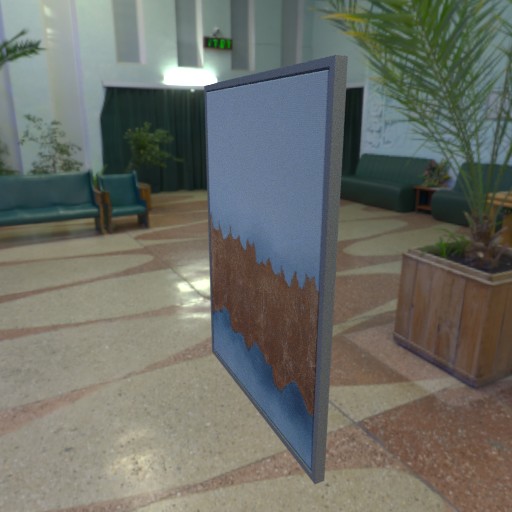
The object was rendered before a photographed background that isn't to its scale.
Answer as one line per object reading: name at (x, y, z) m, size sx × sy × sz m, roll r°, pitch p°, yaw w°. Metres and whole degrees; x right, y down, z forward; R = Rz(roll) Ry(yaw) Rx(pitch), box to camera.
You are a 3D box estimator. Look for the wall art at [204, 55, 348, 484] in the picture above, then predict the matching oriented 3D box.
wall art at (0.000, 0.000, 1.369) m, size 0.034 × 1.042 × 0.789 m, roll -8°, pitch 18°, yaw -24°
